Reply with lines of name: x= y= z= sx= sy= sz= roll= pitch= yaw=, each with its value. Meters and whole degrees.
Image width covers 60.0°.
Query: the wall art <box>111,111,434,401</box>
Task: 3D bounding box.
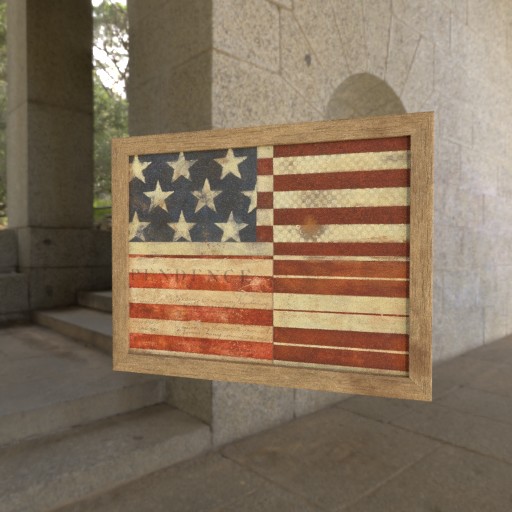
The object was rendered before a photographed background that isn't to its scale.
wall art: x=0.000 y=0.000 z=0.930 sx=0.690 sy=0.535 sz=0.026 roll=0 pitch=1 yaw=18
